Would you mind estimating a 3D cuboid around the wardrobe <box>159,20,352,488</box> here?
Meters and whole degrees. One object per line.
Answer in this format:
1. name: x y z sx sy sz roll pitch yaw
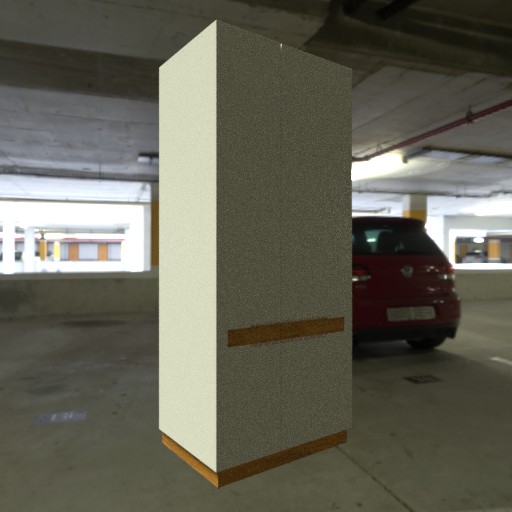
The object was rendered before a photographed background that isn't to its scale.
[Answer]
1. wardrobe: 0.000 0.000 2.409 0.860 2.040 0.600 0 0 -36
